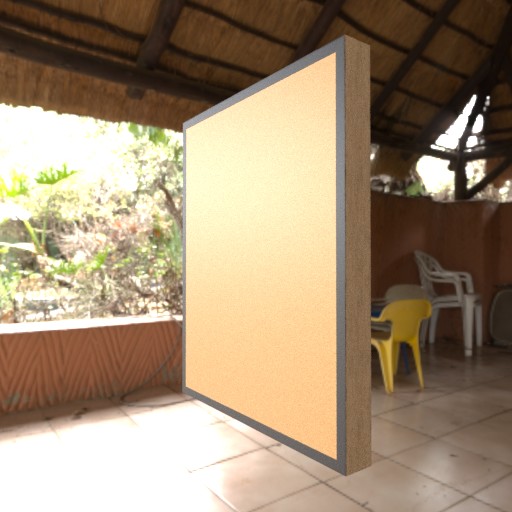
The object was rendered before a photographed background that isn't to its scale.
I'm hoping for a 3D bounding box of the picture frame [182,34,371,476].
[{"bbox_3d":[0.000,0.000,0.710,0.046,0.526,0.421,1,-1,-36],"label":"picture frame"}]
